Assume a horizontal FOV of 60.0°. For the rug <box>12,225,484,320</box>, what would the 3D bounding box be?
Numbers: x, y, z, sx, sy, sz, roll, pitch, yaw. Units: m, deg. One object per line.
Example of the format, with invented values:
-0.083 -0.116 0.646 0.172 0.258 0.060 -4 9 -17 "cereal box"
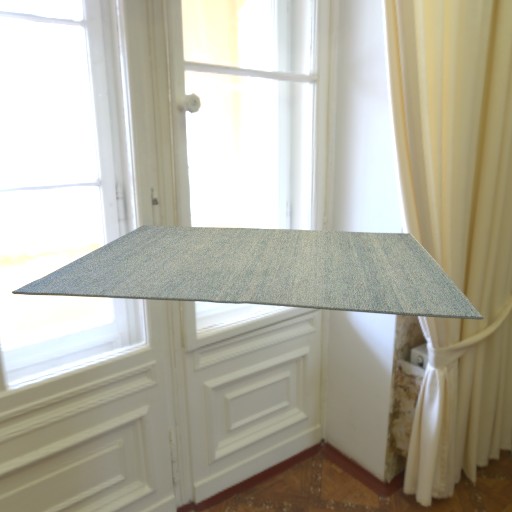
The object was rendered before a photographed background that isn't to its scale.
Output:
0.000 0.000 4.137 3.237 0.046 2.461 2 15 8 "rug"
